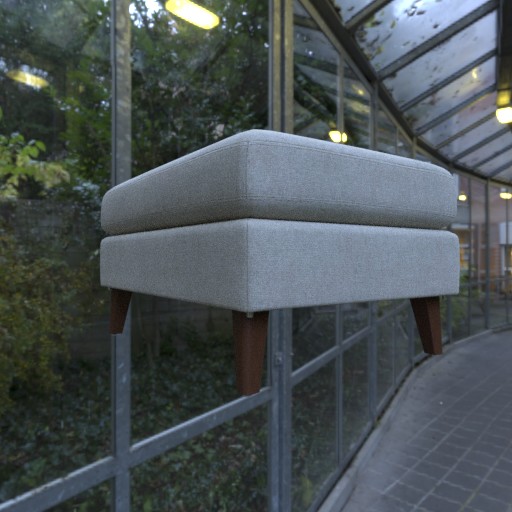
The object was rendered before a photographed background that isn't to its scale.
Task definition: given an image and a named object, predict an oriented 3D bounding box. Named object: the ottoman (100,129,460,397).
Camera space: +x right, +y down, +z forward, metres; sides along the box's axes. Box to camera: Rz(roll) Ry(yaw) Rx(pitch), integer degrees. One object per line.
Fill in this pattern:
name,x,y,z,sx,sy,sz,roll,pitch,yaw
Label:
ottoman,0.000,0.000,1.196,0.610,0.478,0.823,0,0,-35
